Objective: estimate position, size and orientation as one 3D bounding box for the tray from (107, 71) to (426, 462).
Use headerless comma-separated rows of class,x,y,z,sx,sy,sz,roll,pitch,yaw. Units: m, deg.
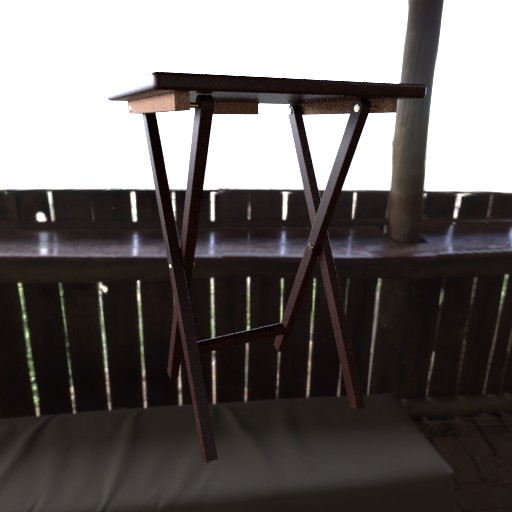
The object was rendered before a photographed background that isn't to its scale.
tray,0.000,0.000,0.925,0.483,0.660,0.381,-8,19,-26
